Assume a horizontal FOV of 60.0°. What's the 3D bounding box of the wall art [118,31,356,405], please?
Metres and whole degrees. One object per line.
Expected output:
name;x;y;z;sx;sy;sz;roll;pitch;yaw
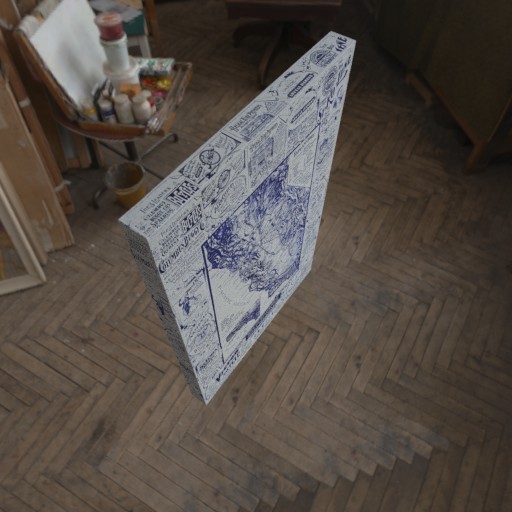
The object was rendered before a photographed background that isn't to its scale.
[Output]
wall art;0.000;0.000;0.481;0.025;0.376;0.255;31;62;19
